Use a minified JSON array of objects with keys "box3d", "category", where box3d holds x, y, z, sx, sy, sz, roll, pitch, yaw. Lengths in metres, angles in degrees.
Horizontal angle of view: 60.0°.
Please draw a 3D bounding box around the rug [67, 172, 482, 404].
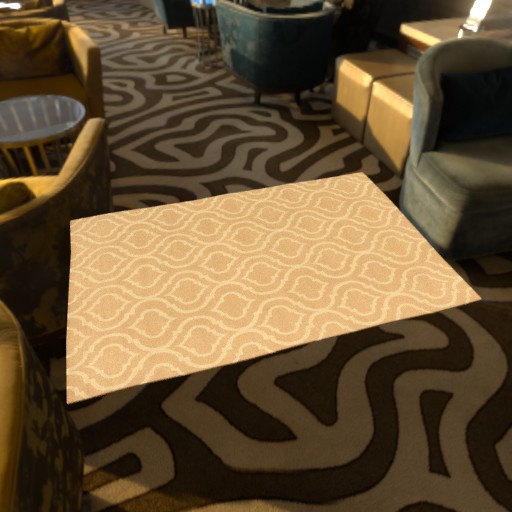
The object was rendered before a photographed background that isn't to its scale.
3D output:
[{"box3d":[0.000,0.000,2.174,1.761,0.013,1.152,-11,42,-13],"category":"rug"}]
